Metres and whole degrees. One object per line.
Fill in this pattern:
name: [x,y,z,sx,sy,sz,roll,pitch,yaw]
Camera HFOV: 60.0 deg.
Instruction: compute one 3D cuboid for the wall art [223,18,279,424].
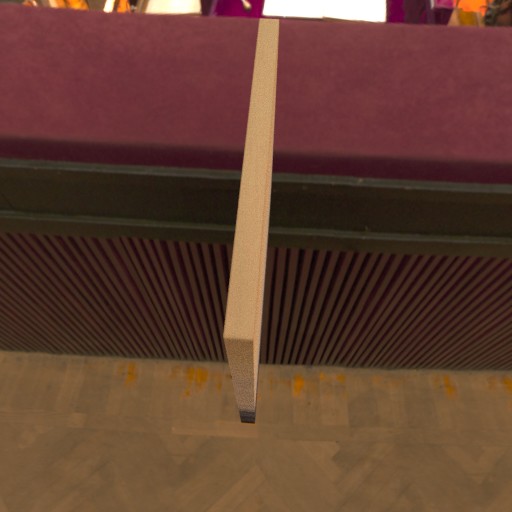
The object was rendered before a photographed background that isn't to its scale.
wall art: [0.000,0.000,0.978,0.041,0.710,0.608,4,62,2]
